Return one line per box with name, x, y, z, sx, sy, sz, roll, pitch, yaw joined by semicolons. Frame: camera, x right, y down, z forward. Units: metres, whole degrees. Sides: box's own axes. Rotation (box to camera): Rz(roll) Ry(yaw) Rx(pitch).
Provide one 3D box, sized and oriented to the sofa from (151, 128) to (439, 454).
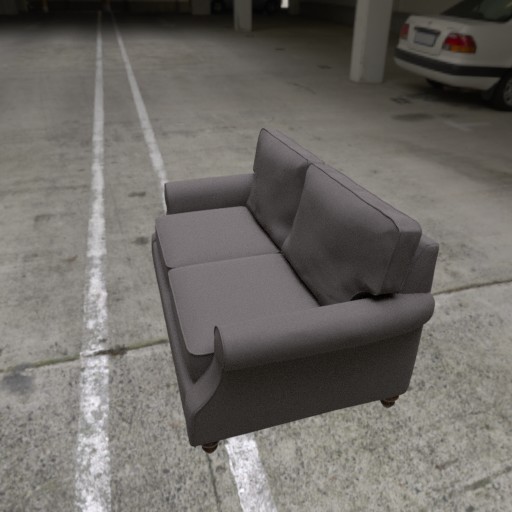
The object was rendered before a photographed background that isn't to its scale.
sofa;0.000;0.000;2.229;0.964;0.937;1.665;-8;30;-15
